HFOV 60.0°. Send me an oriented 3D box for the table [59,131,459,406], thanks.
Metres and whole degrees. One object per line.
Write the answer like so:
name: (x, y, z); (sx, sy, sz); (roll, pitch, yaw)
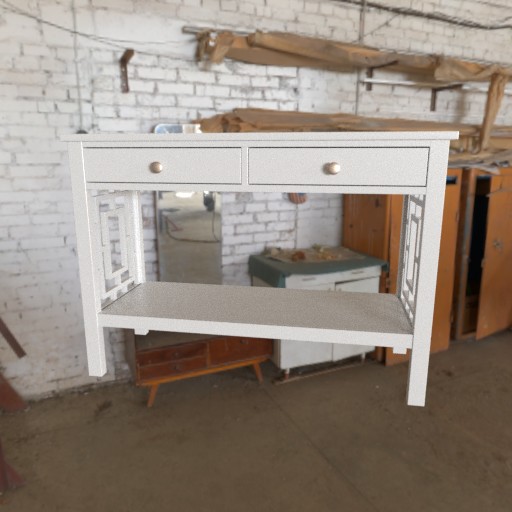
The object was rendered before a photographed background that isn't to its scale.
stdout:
table: (0.000, 0.000, 1.432); (1.068, 0.753, 0.397); (2, 13, 10)
